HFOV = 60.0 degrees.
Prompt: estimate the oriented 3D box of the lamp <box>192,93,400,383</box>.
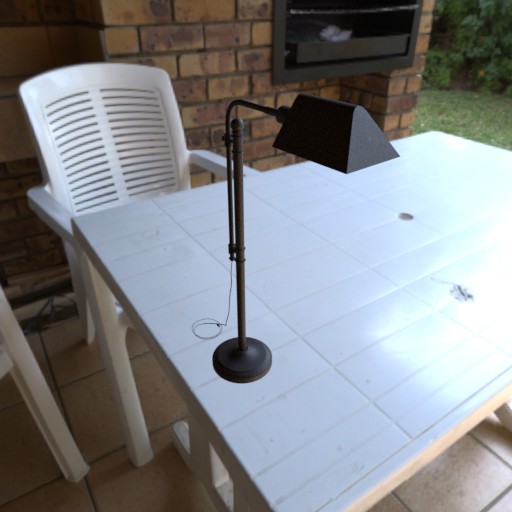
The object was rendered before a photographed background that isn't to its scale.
[{"bbox_3d":[0.000,0.000,0.959,0.159,0.708,0.545,-22,37,-32],"label":"lamp"}]
